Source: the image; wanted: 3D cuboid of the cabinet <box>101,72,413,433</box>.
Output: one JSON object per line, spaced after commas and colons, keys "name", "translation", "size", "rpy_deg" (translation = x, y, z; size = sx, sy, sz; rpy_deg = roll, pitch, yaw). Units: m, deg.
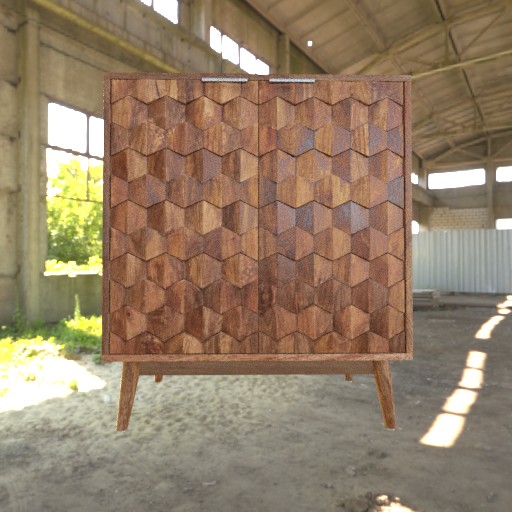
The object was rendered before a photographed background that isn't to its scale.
{"name": "cabinet", "translation": [0.000, 0.000, 1.152], "size": [0.647, 0.758, 0.473], "rpy_deg": [0, -1, -1]}
